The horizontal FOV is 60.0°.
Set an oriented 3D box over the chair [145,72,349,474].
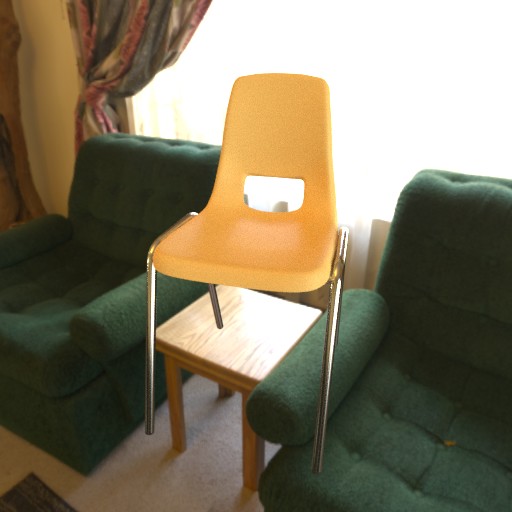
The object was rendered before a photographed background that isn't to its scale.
[{"bbox_3d":[0.000,0.000,0.945,0.381,0.704,0.436,7,26,14],"label":"chair"}]
